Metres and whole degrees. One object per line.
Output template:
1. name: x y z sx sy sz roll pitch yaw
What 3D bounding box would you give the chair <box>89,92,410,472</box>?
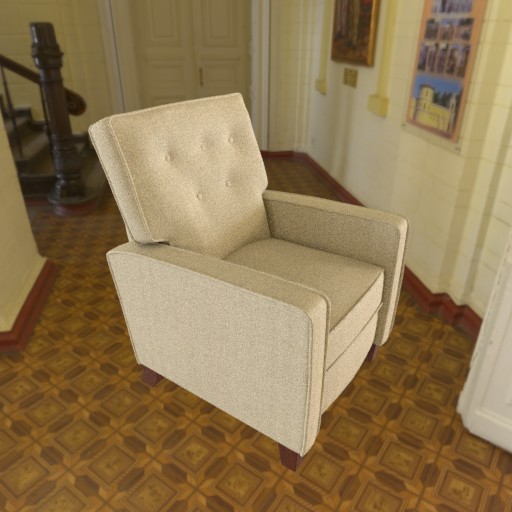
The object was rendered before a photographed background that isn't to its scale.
1. chair: 0.000 0.000 1.392 0.754 0.888 0.648 18 33 31
